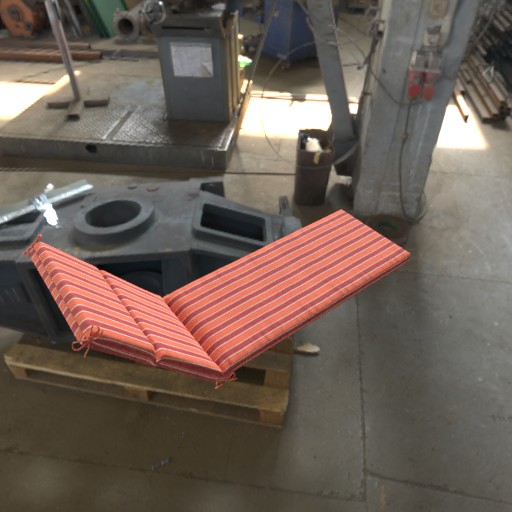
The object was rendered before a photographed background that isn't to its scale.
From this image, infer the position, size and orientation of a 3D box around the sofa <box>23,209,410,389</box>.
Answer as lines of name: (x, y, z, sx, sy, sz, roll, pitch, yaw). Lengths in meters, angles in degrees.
sofa: (0.000, 0.000, 1.941, 1.663, 0.622, 0.582, -26, 48, -27)
